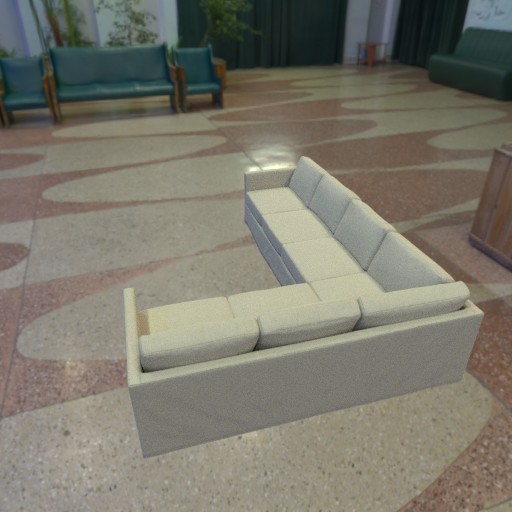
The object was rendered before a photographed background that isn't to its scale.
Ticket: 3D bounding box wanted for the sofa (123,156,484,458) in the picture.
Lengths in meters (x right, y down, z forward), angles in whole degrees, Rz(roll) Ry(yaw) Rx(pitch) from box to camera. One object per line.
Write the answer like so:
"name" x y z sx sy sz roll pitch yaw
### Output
"sofa" 0.000 0.000 4.219 2.432 0.871 3.182 -8 32 -14
